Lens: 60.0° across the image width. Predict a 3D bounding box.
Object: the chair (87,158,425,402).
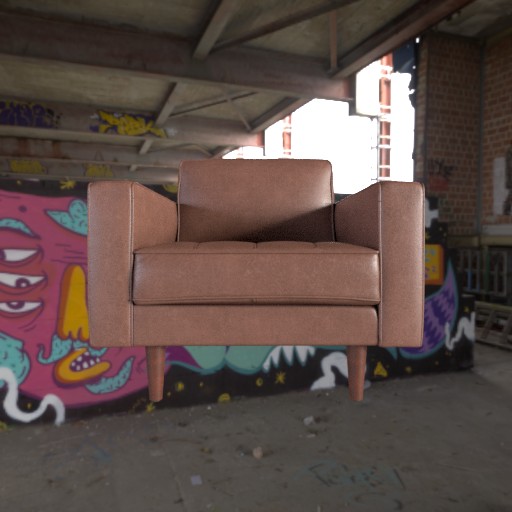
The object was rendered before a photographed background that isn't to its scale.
[{"bbox_3d":[0.000,0.000,1.560,0.920,0.770,0.900,0,2,0],"label":"chair"}]
